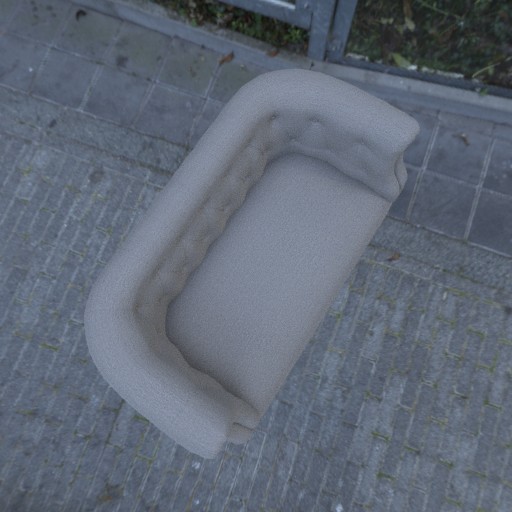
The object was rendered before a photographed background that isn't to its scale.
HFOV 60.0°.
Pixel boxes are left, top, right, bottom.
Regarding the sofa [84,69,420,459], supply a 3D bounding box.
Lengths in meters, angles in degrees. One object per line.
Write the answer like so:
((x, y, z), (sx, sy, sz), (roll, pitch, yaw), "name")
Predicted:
((0.000, 0.000, 2.044), (0.835, 0.827, 1.558), (32, 79, 7), "sofa")
